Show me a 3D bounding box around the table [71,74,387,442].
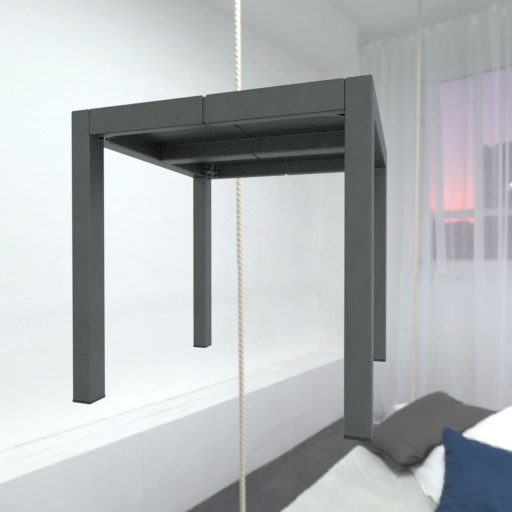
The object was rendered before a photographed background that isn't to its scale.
[{"bbox_3d":[0.000,0.000,0.930,0.508,0.508,0.508,0,1,19],"label":"table"}]
